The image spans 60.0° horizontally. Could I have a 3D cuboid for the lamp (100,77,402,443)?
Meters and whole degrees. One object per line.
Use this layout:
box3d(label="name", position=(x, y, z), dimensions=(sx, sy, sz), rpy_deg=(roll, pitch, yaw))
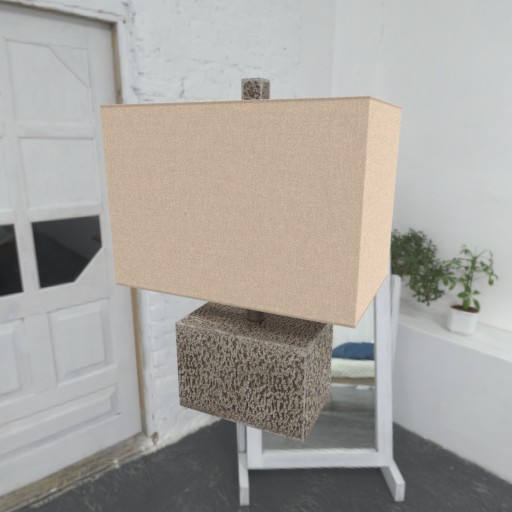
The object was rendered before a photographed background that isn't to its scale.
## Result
box3d(label="lamp", position=(0.000, 0.000, 0.551), dimensions=(0.294, 0.411, 0.180), rpy_deg=(7, 17, 24))
